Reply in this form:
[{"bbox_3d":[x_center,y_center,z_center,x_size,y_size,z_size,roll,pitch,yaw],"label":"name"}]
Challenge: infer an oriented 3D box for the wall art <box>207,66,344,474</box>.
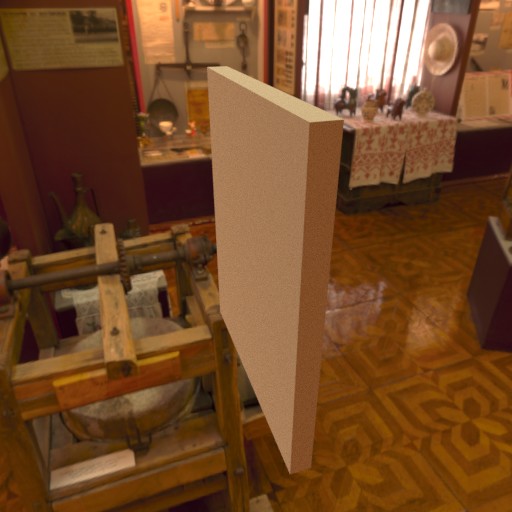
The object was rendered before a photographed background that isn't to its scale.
[{"bbox_3d":[0.000,0.000,0.762,0.039,0.553,0.451,-9,31,-16],"label":"wall art"}]
